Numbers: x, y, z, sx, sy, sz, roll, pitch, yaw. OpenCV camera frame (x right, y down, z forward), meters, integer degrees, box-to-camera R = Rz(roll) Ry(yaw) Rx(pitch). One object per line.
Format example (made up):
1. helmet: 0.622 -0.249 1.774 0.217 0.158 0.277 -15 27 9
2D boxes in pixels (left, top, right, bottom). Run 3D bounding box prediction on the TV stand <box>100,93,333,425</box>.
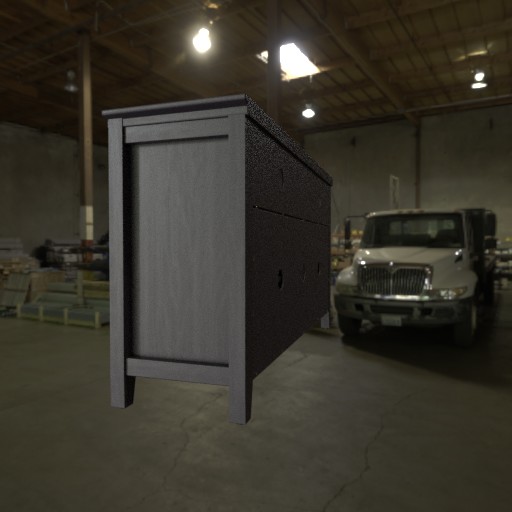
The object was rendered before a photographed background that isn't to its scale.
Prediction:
1. TV stand: 0.000 0.000 1.511 0.347 0.681 1.198 0 1 18
